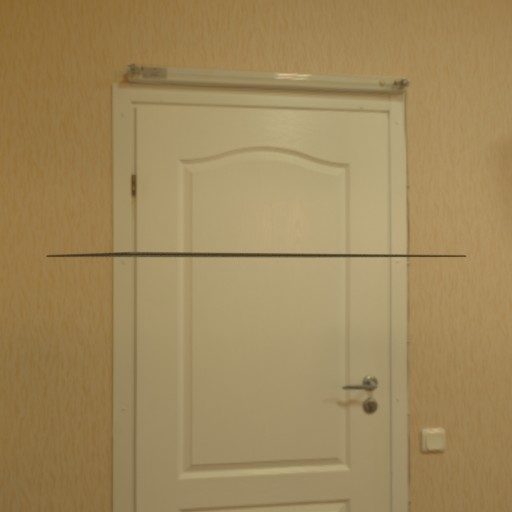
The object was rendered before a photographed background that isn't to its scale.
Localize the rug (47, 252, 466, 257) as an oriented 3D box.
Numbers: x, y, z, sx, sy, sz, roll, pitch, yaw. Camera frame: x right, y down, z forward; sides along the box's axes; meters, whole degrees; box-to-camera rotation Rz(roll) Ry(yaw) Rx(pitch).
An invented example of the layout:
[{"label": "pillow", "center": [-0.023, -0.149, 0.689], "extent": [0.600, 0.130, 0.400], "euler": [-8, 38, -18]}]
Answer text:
[{"label": "rug", "center": [0.000, 0.000, 2.752], "extent": [2.133, 0.012, 1.523], "euler": [0, 0, -35]}]
